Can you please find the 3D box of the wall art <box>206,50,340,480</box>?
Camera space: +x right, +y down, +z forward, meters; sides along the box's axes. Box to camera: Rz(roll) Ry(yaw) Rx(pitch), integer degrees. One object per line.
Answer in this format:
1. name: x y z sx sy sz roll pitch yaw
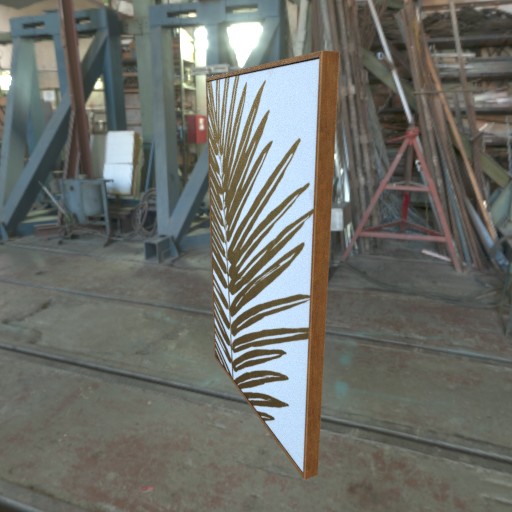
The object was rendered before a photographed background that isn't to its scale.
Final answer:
1. wall art: 0.000 0.000 1.165 0.037 0.914 0.610 -8 19 -24
